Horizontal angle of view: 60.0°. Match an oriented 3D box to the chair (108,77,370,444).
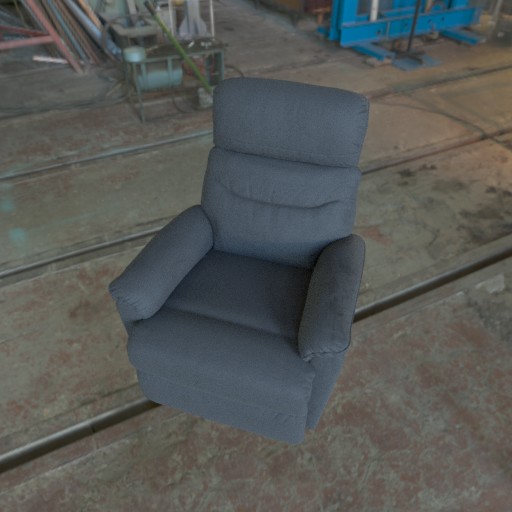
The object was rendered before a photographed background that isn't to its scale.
[{"bbox_3d":[0.000,0.000,1.709,0.820,1.037,1.004,12,43,13],"label":"chair"}]
